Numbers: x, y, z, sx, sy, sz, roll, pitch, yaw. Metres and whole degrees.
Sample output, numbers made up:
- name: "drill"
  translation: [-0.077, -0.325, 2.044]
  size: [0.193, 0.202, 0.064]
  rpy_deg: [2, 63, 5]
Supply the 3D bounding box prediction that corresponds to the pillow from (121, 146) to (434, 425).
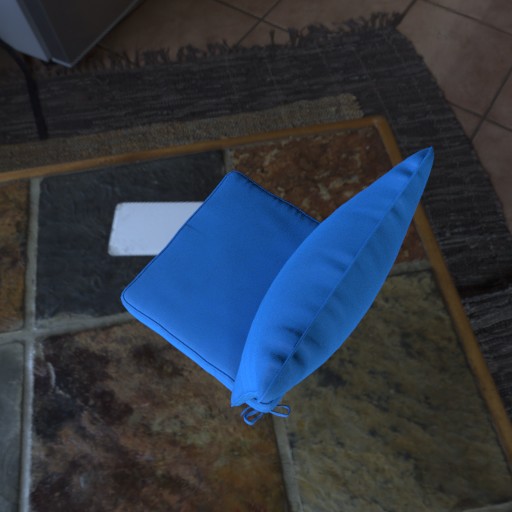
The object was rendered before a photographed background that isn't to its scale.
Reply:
- name: "pillow"
  translation: [0.000, 0.000, 1.385]
  size: [0.733, 0.725, 0.798]
  rpy_deg: [33, 70, 14]
